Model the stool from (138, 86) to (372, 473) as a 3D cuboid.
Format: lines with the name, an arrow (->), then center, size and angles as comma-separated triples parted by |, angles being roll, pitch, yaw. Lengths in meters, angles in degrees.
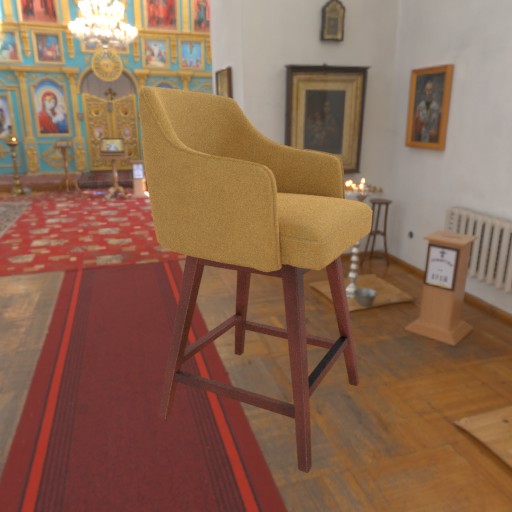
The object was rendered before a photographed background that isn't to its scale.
stool -> 0.000, 0.000, 1.280 | 0.558, 0.924, 0.548 | 8, 18, 27
